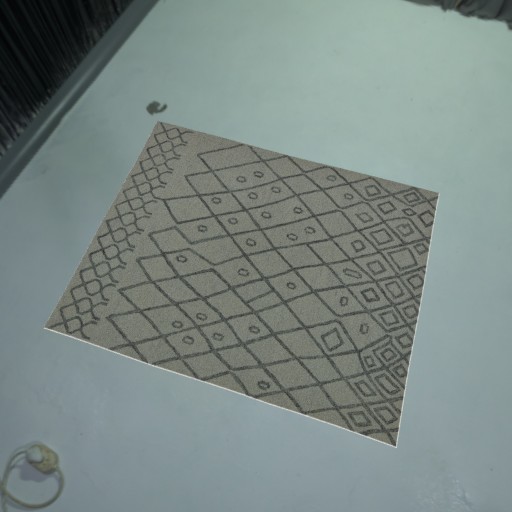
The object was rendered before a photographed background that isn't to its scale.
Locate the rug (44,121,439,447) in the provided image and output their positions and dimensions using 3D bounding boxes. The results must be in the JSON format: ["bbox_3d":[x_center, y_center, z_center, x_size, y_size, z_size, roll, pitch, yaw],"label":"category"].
[{"bbox_3d":[0.000,0.000,4.099,3.046,0.015,2.446,16,65,8],"label":"rug"}]
